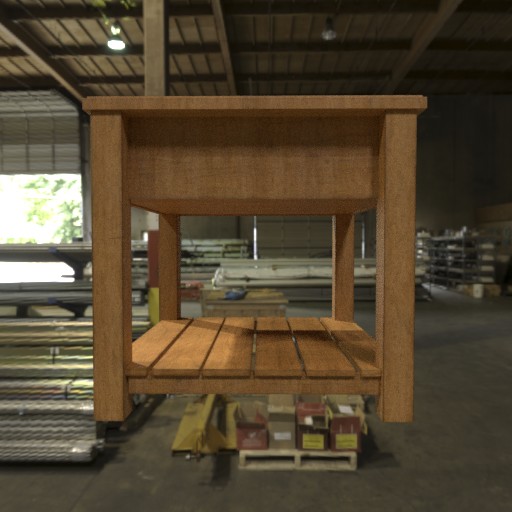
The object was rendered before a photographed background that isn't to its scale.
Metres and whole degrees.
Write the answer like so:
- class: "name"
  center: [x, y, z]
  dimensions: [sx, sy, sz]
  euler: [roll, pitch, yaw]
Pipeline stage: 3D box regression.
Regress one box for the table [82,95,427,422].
- class: "table"
  center: [0.000, 0.000, 1.105]
  dimensions: [0.616, 0.593, 0.612]
  euler: [0, 2, 1]
